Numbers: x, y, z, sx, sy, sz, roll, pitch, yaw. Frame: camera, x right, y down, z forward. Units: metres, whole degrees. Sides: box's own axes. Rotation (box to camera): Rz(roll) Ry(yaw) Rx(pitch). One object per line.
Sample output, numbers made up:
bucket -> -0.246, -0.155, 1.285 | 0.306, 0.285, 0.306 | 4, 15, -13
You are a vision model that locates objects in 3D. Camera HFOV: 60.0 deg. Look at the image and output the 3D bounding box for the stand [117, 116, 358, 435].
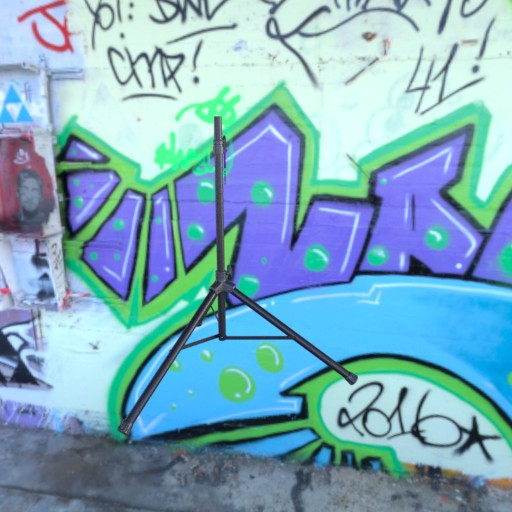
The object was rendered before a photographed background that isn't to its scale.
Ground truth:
stand -> 0.000, 0.000, 1.884 | 0.907, 1.136, 1.045 | 3, 15, 10
